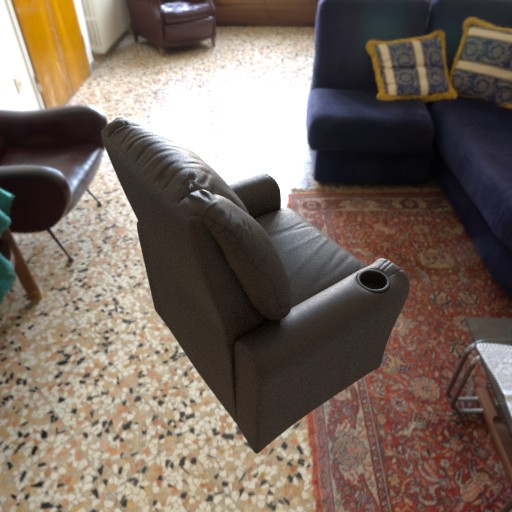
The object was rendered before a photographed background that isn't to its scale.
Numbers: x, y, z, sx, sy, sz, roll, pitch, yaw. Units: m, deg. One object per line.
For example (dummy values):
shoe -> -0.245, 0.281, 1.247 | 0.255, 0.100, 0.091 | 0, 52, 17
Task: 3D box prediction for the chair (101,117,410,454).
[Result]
chair -> 0.000, 0.000, 1.109 | 0.521, 0.709, 0.610 | -24, 46, -26
